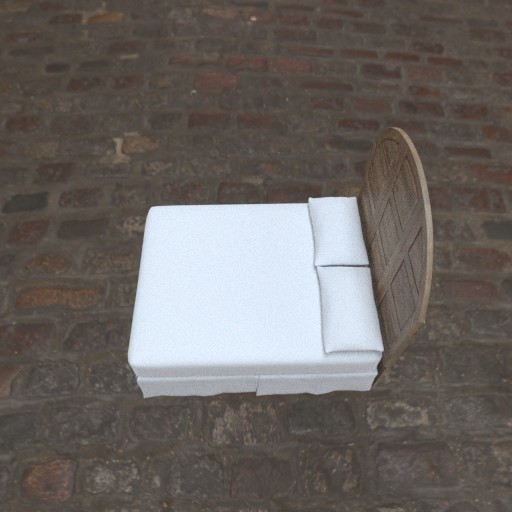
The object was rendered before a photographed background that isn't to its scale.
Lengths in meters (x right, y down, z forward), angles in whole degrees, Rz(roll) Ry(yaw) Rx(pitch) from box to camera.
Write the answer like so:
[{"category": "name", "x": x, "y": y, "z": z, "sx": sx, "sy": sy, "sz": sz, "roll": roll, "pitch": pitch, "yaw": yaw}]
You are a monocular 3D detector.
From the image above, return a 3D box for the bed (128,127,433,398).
[{"category": "bed", "x": 0.000, "y": 0.000, "z": 3.570, "sx": 2.112, "sy": 2.002, "sz": 1.713, "roll": -1, "pitch": 58, "yaw": -1}]
